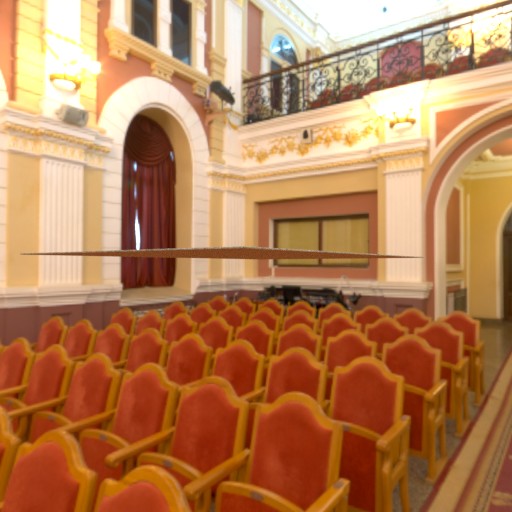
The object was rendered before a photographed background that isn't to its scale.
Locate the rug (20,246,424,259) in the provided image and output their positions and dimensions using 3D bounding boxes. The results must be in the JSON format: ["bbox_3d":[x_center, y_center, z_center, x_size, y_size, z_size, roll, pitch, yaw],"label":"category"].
[{"bbox_3d":[0.000,0.000,2.895,1.521,0.006,2.283,-1,-2,36],"label":"rug"}]
